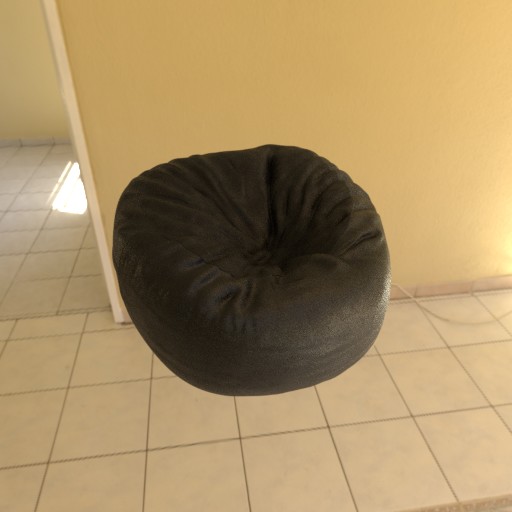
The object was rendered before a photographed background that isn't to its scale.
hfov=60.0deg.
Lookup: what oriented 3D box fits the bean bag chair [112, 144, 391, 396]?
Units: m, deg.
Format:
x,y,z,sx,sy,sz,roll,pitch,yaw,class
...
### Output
x,y,z,sx,sy,sz,roll,pitch,yaw,class
0.000,0.000,2.488,1.524,0.878,1.524,-10,34,-15,bean bag chair
